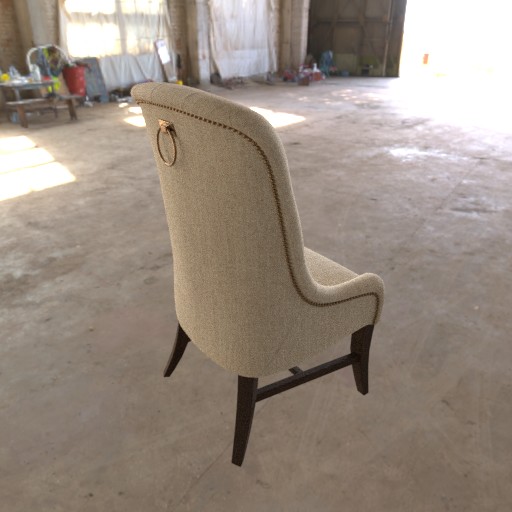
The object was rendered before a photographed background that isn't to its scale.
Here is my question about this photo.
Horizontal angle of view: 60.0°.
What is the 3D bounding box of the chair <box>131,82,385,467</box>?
[{"bbox_3d":[0.000,0.000,1.458,0.629,1.091,0.634,-18,31,-32],"label":"chair"}]
